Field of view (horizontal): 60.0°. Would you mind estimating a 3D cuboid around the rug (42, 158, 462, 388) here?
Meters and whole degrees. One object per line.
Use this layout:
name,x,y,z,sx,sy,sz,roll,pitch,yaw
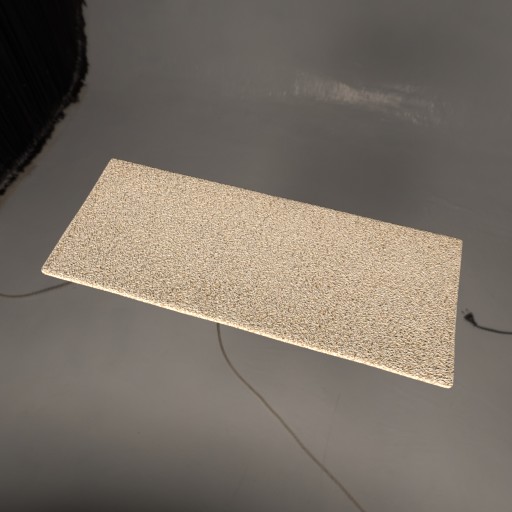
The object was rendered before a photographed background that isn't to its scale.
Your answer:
rug,0.000,0.000,1.719,1.524,0.030,0.609,14,60,9
